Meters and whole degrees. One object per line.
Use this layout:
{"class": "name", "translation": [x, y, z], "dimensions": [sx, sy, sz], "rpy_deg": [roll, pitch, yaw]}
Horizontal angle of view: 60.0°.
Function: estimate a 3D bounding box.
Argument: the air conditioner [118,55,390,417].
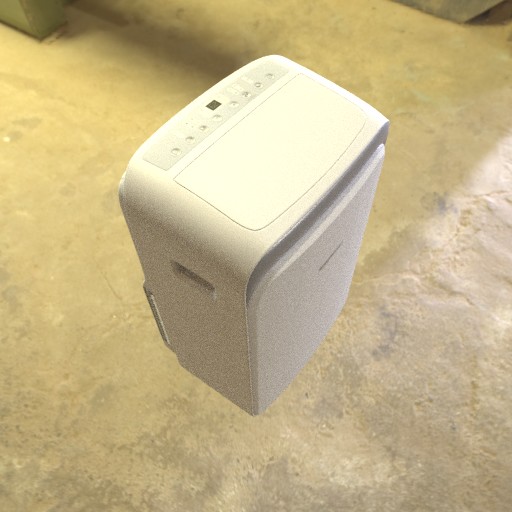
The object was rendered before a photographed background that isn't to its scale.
{"class": "air conditioner", "translation": [0.000, 0.000, 0.957], "dimensions": [0.365, 0.700, 0.454], "rpy_deg": [33, 62, 20]}
